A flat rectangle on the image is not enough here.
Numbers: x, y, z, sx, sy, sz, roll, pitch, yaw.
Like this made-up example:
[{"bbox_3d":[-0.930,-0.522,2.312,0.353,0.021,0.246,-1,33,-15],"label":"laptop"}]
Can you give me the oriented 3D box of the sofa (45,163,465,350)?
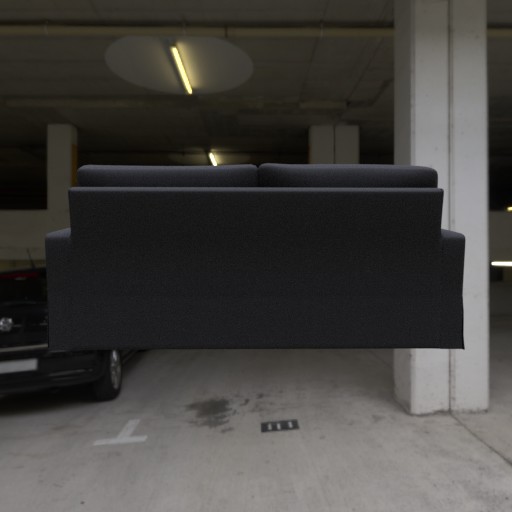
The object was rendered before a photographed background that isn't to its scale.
[{"bbox_3d":[0.000,0.000,2.327,1.852,0.839,0.898,0,0,-1],"label":"sofa"}]
